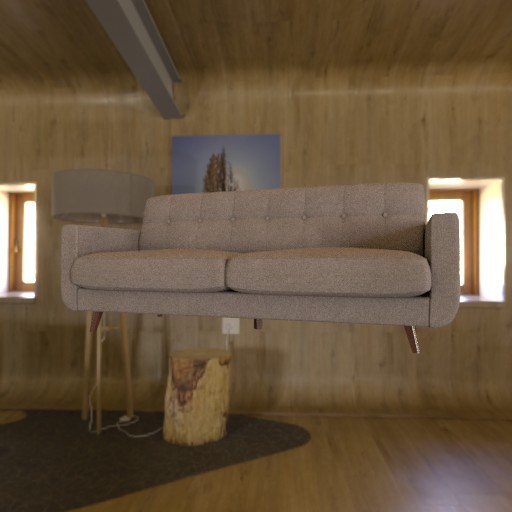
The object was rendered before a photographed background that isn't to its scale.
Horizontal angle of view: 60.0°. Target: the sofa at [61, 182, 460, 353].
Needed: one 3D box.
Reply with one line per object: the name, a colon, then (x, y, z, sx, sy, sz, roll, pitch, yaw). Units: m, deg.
sofa: (0.000, 0.000, 2.498, 2.029, 0.841, 0.909, 0, 0, 19)
